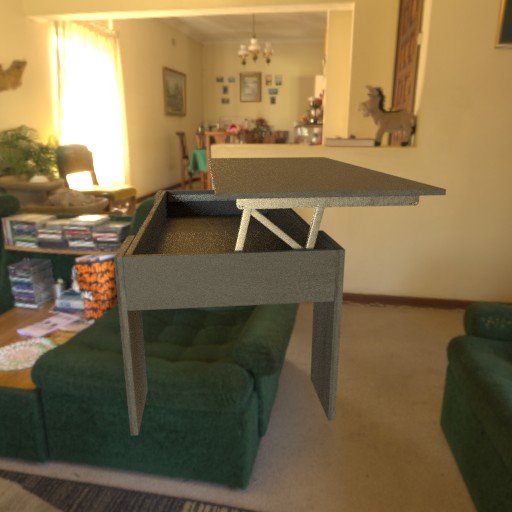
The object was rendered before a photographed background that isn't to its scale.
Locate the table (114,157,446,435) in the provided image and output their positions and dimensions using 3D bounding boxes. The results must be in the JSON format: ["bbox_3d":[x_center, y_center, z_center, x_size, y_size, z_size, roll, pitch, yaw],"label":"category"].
[{"bbox_3d":[0.000,0.000,1.473,0.711,0.570,1.000,-2,17,-6],"label":"table"}]
